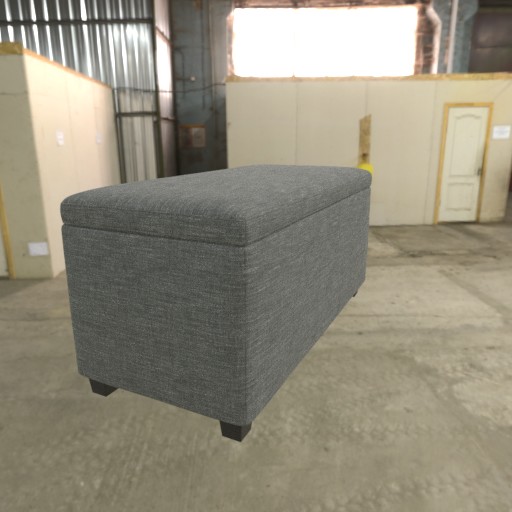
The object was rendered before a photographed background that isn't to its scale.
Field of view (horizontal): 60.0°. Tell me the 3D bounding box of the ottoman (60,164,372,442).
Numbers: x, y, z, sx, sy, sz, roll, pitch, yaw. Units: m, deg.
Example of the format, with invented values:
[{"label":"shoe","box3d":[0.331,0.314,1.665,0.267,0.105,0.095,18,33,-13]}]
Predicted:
[{"label":"ottoman","box3d":[0.000,0.000,1.166,0.419,0.432,0.902,8,17,25]}]
